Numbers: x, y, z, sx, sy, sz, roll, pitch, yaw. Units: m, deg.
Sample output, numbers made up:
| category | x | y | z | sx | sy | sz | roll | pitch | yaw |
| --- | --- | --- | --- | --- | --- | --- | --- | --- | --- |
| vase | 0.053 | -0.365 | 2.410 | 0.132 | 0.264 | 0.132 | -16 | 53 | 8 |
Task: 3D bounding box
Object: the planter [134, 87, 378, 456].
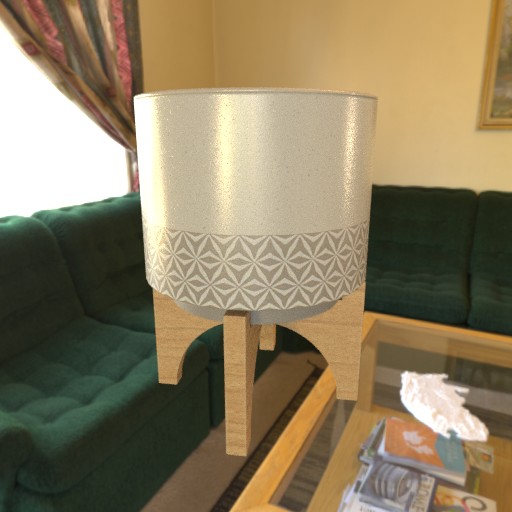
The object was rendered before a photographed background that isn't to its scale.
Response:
| category | x | y | z | sx | sy | sz | roll | pitch | yaw |
| --- | --- | --- | --- | --- | --- | --- | --- | --- | --- |
| planter | 0.000 | 0.000 | 0.512 | 0.249 | 0.343 | 0.249 | 0 | 16 | 0 |
